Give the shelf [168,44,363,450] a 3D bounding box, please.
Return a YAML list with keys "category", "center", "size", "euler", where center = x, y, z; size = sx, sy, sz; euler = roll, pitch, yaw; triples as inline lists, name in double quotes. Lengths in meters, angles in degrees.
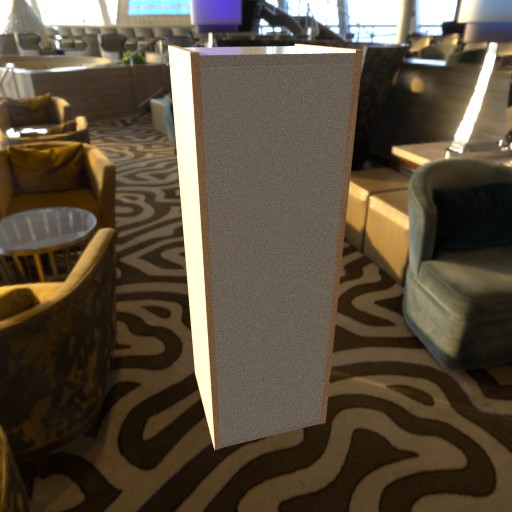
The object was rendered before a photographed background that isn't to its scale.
- category: "shelf"
  center: [0.000, 0.000, 1.056]
  size: [0.300, 0.900, 0.290]
  euler: [-8, 28, -15]
